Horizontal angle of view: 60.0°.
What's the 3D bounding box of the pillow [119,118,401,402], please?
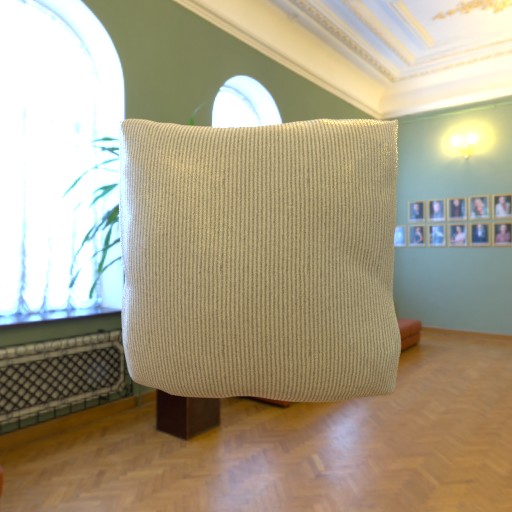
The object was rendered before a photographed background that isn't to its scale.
[{"bbox_3d":[0.000,0.000,0.682,0.387,0.432,0.310,0,0,36],"label":"pillow"}]
